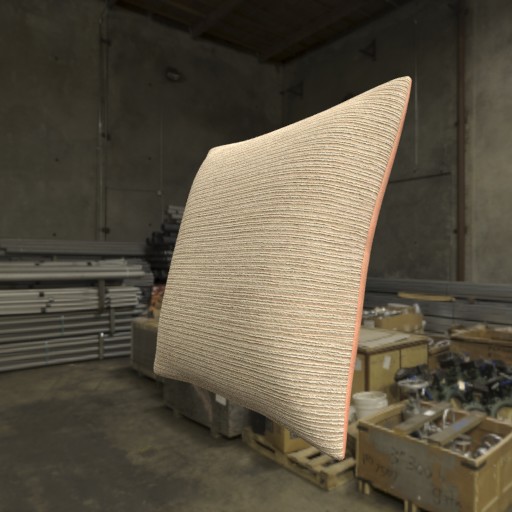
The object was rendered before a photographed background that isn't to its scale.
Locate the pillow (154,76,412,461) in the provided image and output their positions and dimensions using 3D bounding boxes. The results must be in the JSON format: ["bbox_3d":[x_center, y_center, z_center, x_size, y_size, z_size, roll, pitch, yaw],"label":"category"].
[{"bbox_3d":[0.000,0.000,0.627,0.177,0.401,0.424,0,-1,-37],"label":"pillow"}]
